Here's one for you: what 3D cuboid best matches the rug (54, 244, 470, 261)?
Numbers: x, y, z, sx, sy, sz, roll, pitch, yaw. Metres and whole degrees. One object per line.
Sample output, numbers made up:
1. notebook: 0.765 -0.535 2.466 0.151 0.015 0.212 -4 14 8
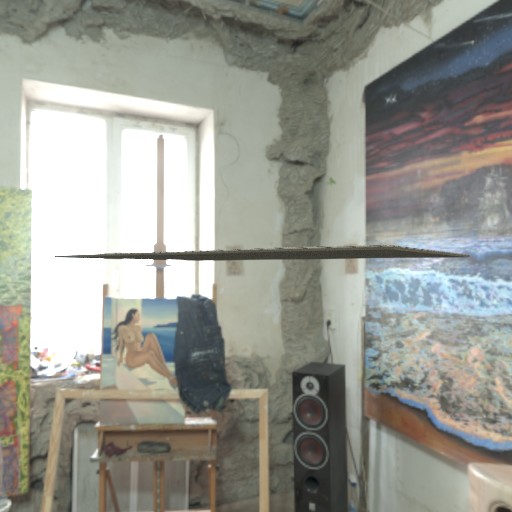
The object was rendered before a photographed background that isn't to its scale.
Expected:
1. rug: 0.000 0.000 3.026 2.406 0.023 1.539 -1 -2 36
